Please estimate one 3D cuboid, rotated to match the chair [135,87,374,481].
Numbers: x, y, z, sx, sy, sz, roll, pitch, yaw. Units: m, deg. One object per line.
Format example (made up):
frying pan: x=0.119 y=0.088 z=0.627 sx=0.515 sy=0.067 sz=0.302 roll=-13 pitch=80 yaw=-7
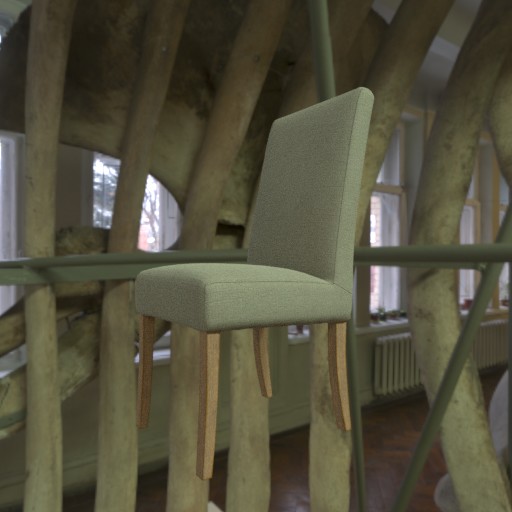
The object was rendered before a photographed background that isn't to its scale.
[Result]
chair: x=0.000 y=0.000 z=1.361 sx=0.611 sy=1.033 sz=0.450 roll=0 pitch=0 yaw=-36
